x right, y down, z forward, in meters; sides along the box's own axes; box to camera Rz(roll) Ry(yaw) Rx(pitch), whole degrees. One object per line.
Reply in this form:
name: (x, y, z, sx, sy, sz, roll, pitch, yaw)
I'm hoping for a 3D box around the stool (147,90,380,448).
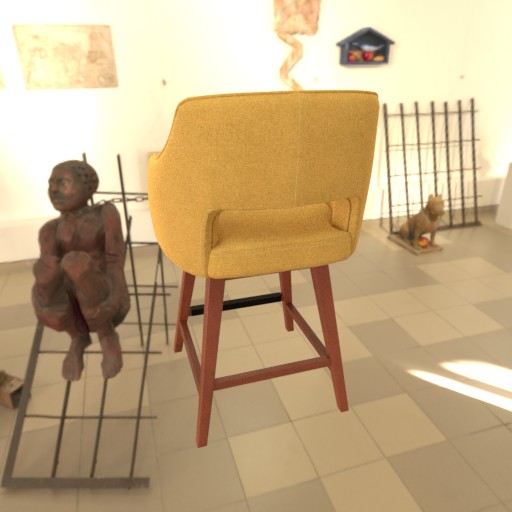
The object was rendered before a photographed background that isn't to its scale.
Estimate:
stool: (0.000, 0.000, 1.261, 0.548, 0.924, 0.558, -8, 26, -16)
